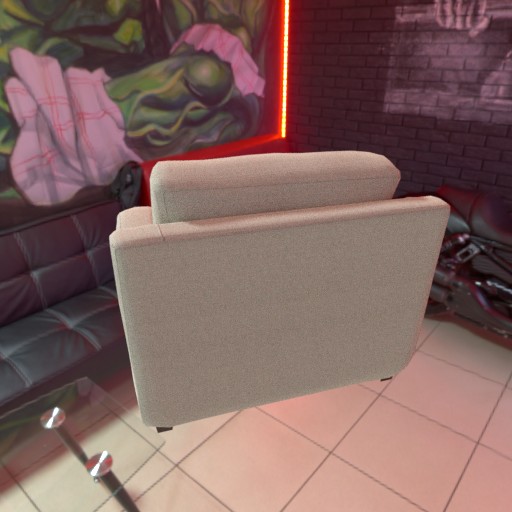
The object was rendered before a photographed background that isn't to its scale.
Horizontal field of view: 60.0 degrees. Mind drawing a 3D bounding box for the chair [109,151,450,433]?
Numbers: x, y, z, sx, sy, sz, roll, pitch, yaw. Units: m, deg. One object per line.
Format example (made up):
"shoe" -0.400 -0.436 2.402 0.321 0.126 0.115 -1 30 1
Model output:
"chair" 0.000 0.000 1.980 1.178 1.016 1.009 -8 26 -16
